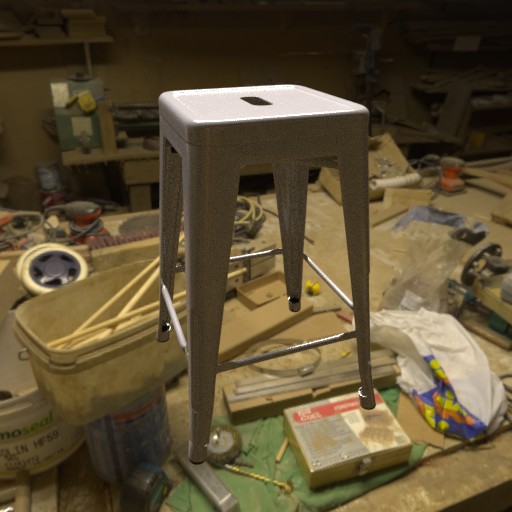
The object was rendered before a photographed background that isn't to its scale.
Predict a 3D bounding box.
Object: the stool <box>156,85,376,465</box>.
[{"bbox_3d":[0.000,0.000,0.900,0.406,0.610,0.406,-10,30,-18],"label":"stool"}]
